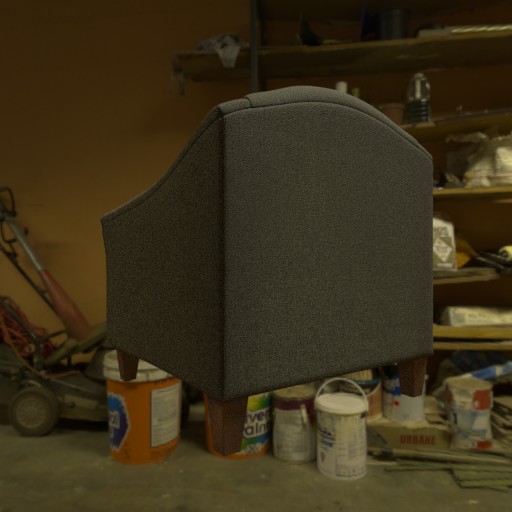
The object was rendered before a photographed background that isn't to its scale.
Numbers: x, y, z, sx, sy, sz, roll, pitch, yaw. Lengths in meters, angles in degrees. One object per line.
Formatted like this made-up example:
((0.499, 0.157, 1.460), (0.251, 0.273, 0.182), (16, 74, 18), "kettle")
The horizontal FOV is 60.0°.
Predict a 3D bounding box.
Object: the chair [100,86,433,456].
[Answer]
((0.000, 0.000, 1.411), (0.763, 0.839, 0.787), (0, 0, -36), "chair")
